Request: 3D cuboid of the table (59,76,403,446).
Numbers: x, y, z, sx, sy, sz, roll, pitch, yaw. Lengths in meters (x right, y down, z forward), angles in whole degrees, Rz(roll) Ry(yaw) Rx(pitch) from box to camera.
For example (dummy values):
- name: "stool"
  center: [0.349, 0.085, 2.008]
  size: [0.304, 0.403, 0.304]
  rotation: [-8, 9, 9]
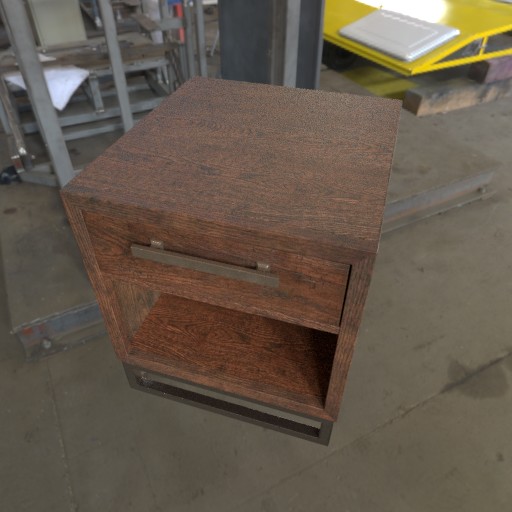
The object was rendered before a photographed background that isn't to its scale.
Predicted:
- name: "table"
  center: [0.000, 0.000, 1.033]
  size: [0.506, 0.582, 0.566]
  rotation: [12, 43, 13]
